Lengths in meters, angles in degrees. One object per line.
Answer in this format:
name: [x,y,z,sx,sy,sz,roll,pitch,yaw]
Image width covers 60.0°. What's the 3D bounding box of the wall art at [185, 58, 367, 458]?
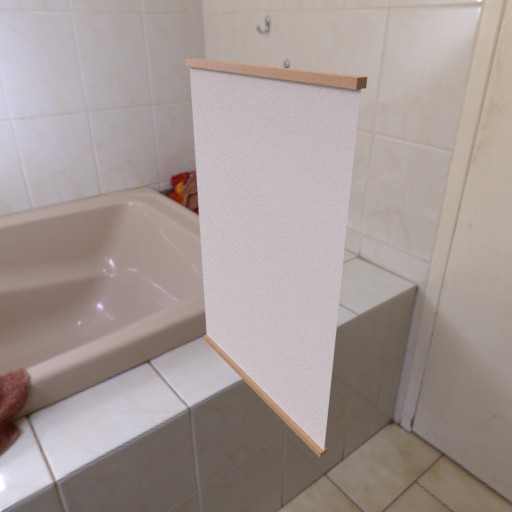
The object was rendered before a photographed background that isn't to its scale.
wall art: [0.000,0.000,0.645,0.013,0.510,0.335,-18,33,-31]
